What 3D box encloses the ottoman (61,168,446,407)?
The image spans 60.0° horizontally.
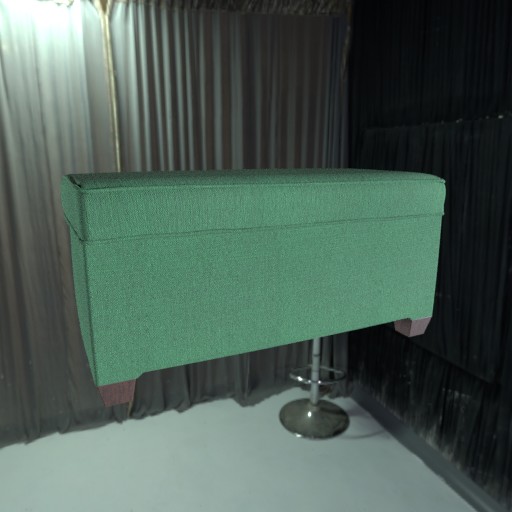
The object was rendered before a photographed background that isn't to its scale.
[{"bbox_3d":[0.000,0.000,1.228,0.957,0.471,0.483,-6,15,-25],"label":"ottoman"}]
